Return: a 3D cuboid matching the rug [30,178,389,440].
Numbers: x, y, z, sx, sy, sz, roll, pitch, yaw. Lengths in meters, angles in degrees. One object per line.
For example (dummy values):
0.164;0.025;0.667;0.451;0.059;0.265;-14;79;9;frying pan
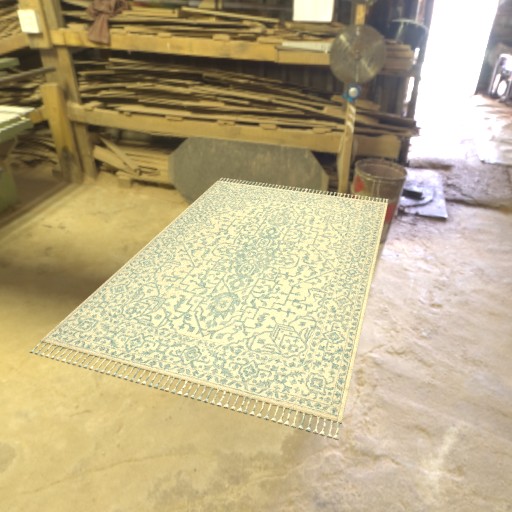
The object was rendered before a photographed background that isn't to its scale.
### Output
0.000;0.000;2.949;1.524;0.010;2.438;10;33;16;rug
